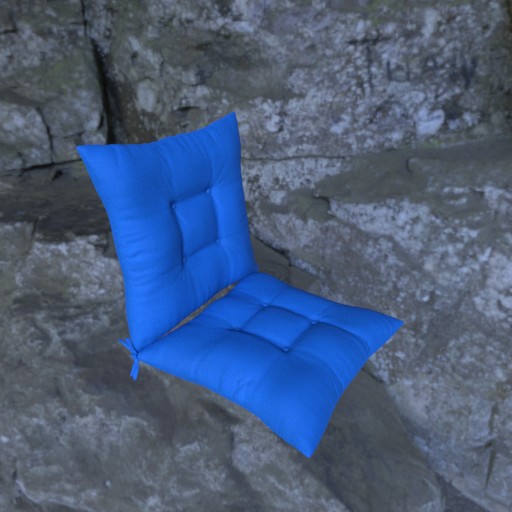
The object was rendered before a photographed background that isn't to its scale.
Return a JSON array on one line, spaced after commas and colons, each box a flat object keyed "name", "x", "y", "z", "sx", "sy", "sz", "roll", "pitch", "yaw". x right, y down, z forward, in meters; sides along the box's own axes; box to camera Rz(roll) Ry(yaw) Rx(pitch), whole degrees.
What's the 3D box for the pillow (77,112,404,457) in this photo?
[{"name": "pillow", "x": 0.000, "y": 0.000, "z": 1.018, "sx": 0.585, "sy": 0.536, "sz": 0.541, "roll": 17, "pitch": 31, "yaw": 31}]
